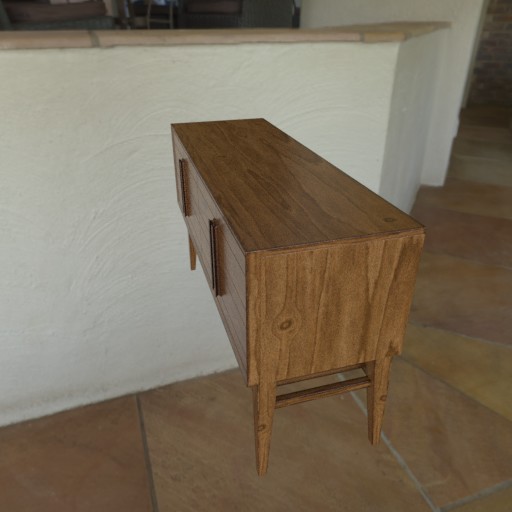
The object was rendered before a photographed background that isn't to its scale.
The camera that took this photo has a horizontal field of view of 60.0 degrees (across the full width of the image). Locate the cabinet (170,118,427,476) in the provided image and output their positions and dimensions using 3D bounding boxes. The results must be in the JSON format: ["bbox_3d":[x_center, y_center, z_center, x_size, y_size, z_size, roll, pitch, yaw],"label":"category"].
[{"bbox_3d":[0.000,0.000,1.800,0.477,0.802,1.363,-8,30,-14],"label":"cabinet"}]
